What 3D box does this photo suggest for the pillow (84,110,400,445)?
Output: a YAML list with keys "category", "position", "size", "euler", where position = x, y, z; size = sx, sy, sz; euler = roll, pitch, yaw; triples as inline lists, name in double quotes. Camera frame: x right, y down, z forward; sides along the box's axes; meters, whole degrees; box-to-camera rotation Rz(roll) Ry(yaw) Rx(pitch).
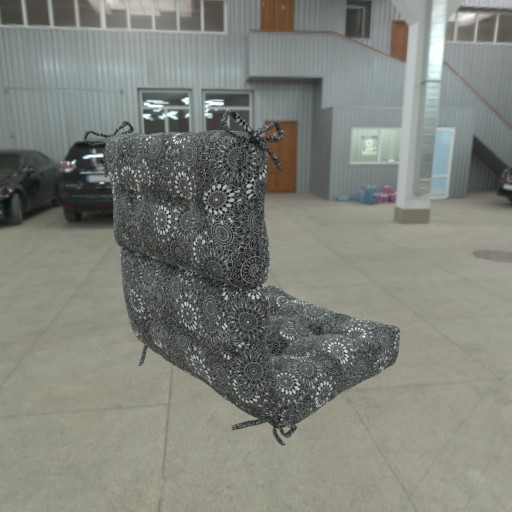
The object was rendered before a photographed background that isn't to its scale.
- category: "pillow"
  position: [0.000, 0.000, 1.035]
  size: [0.571, 0.605, 0.519]
  euler: [-13, 19, -42]
